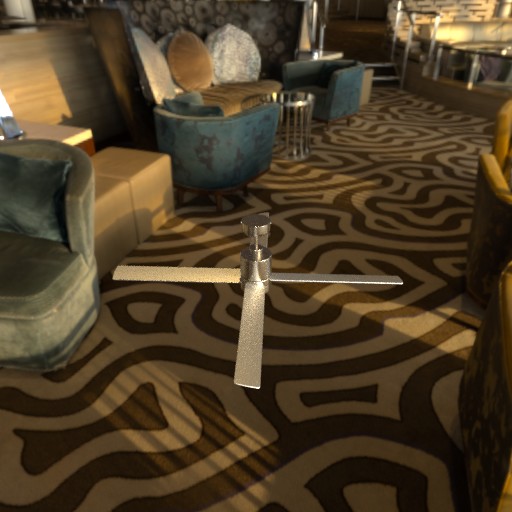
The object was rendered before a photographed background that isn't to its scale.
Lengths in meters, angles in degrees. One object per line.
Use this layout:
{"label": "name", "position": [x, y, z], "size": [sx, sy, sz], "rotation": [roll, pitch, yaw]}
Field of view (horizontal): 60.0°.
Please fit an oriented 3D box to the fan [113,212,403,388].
{"label": "fan", "position": [0.000, 0.000, 1.983], "size": [1.322, 0.355, 1.322], "rotation": [1, 31, 2]}
